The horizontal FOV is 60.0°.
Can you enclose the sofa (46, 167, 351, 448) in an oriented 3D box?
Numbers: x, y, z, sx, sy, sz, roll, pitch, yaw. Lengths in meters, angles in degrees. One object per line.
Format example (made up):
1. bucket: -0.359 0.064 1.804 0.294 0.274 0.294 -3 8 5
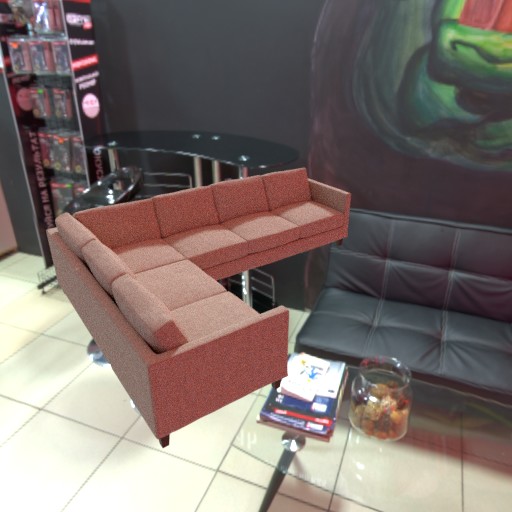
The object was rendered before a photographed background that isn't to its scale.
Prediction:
1. sofa: 0.000 0.000 4.238 3.182 0.863 2.432 -17 31 -32
